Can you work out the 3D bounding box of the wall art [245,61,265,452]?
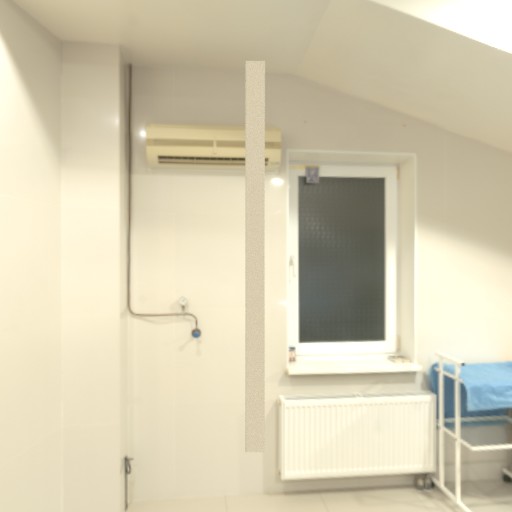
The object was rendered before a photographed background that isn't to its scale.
[{"bbox_3d":[0.000,0.000,1.371,0.038,0.762,1.016,0,0,0],"label":"wall art"}]
